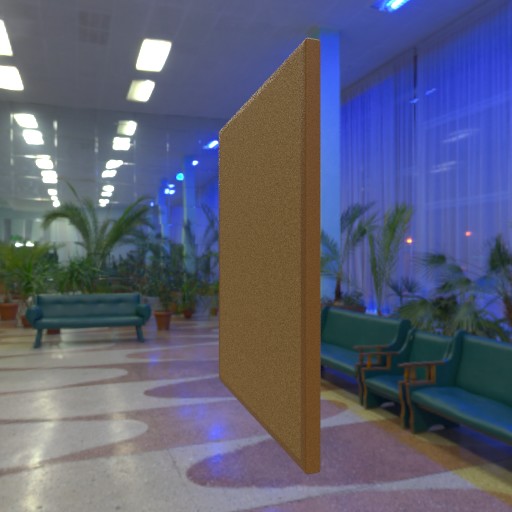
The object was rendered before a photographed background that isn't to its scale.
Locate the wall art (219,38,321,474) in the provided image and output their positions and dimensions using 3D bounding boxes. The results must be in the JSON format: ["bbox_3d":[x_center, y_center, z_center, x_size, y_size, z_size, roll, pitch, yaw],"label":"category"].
[{"bbox_3d":[0.000,0.000,0.777,0.022,0.553,0.452,0,0,-19],"label":"wall art"}]
